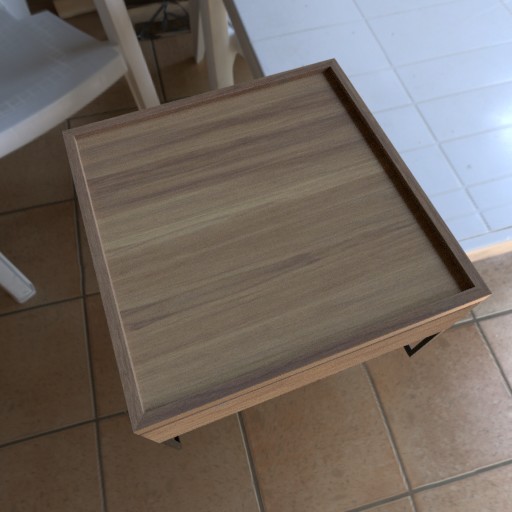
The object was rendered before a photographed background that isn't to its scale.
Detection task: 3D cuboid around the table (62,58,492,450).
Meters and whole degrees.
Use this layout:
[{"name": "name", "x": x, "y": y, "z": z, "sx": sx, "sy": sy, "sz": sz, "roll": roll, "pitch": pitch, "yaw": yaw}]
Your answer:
[{"name": "table", "x": 0.000, "y": 0.000, "z": 1.112, "sx": 0.679, "sy": 0.464, "sz": 0.676, "roll": -19, "pitch": 64, "yaw": -9}]
